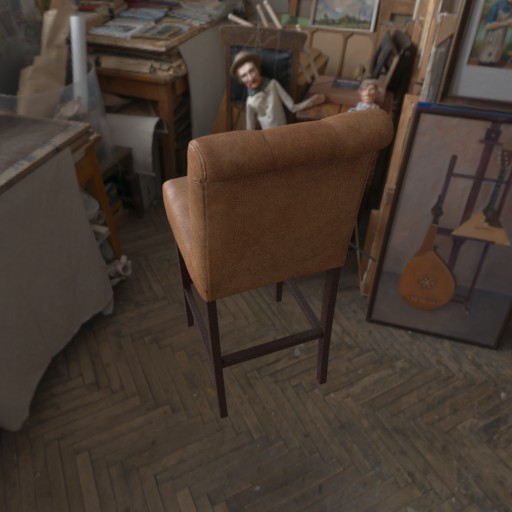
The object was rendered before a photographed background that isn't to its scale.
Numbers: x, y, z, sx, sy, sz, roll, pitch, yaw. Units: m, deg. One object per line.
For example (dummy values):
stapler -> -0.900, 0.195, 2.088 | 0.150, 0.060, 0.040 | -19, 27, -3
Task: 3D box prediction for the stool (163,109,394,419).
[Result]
stool -> 0.000, 0.000, 1.487 | 0.493, 1.140, 0.601 | -14, 43, -15
